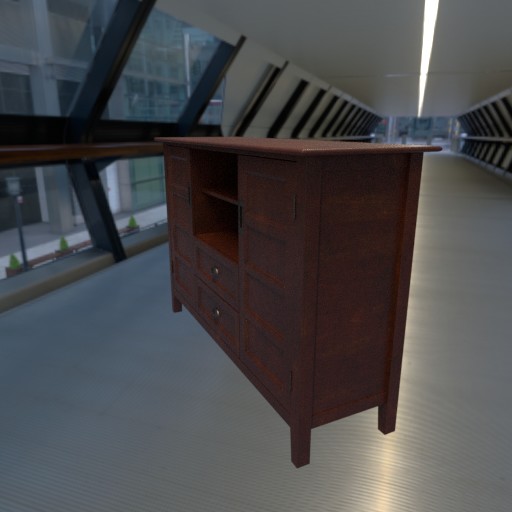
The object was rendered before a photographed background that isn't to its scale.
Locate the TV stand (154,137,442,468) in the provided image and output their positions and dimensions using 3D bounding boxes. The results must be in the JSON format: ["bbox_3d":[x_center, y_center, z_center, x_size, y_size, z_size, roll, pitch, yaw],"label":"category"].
[{"bbox_3d":[0.000,0.000,1.815,0.445,0.915,1.372,-8,18,-25],"label":"TV stand"}]
